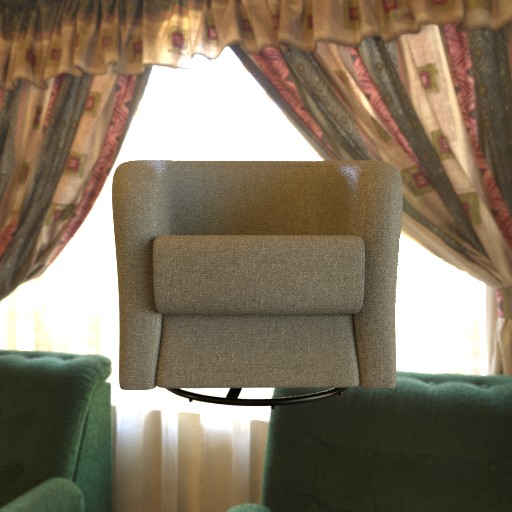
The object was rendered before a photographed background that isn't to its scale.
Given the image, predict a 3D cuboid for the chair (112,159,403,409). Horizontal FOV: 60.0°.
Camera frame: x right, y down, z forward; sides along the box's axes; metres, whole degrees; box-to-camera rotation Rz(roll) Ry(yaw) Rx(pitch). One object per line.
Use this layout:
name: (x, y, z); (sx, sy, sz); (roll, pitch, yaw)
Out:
chair: (0.000, 0.000, 1.438); (0.791, 0.771, 0.815); (0, -1, -1)
